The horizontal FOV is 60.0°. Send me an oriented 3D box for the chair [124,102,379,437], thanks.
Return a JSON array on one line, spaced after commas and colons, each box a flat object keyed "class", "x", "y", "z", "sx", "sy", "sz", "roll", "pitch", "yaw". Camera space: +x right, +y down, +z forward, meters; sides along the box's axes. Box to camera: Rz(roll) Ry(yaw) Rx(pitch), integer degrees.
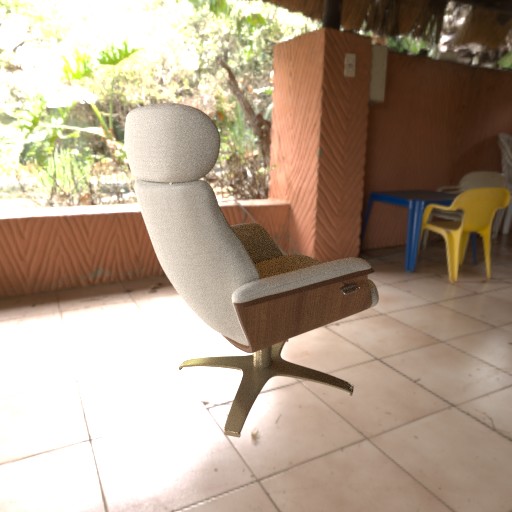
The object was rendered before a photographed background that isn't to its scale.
[{"class": "chair", "x": 0.000, "y": 0.000, "z": 1.584, "sx": 0.837, "sy": 0.995, "sz": 0.785, "roll": -7, "pitch": 16, "yaw": -27}]
